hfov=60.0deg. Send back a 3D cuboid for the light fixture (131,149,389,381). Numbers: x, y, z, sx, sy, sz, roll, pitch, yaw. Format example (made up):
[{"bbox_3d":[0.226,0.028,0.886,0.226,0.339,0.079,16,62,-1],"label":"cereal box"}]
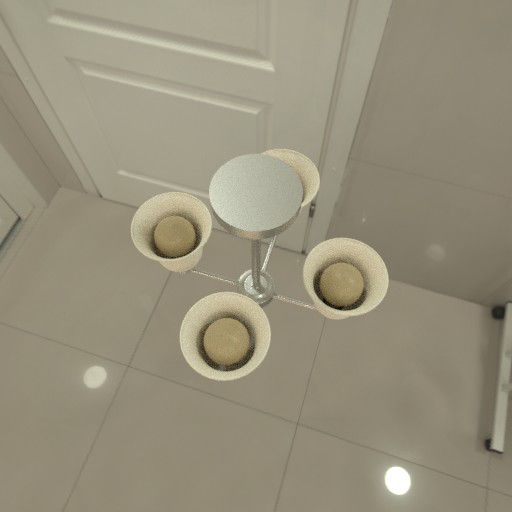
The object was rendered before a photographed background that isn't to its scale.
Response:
[{"bbox_3d":[0.000,0.000,0.733,0.427,0.370,0.427,16,64,8],"label":"light fixture"}]
